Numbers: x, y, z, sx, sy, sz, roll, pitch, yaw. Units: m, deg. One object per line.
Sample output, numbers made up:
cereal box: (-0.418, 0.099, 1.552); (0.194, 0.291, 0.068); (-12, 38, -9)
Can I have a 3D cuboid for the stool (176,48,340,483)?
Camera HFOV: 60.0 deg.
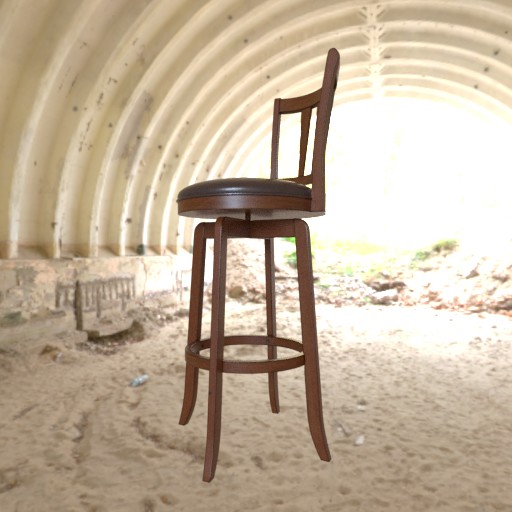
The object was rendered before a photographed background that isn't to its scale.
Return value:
stool: (0.000, 0.000, 1.416); (0.503, 1.177, 0.464); (0, 1, -19)
